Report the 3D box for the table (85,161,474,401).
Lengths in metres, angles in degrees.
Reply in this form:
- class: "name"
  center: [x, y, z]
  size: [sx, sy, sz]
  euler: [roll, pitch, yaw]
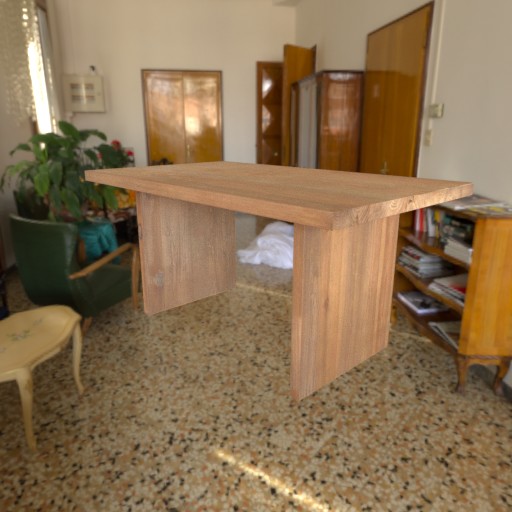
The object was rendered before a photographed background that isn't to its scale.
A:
- class: "table"
  center: [0.000, 0.000, 2.180]
  size: [0.946, 0.780, 1.609]
  euler: [-15, 22, -41]
